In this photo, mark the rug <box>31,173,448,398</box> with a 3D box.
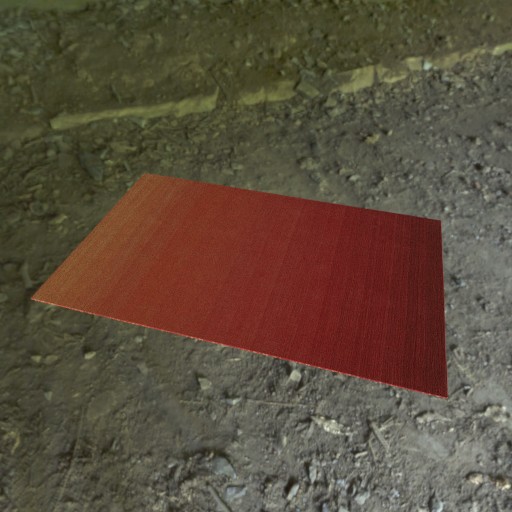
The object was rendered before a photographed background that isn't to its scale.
[{"bbox_3d":[0.000,0.000,3.016,2.442,0.010,1.531,11,43,12],"label":"rug"}]
